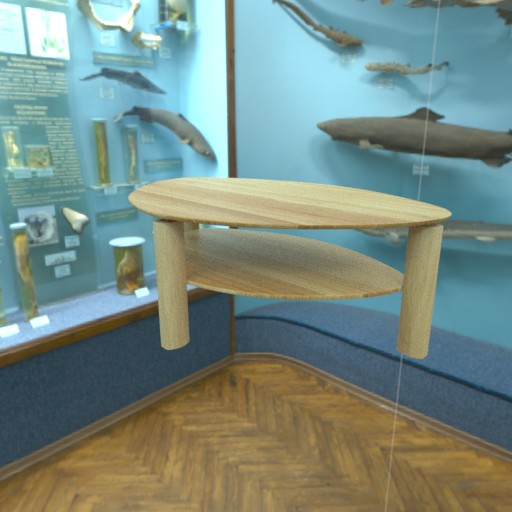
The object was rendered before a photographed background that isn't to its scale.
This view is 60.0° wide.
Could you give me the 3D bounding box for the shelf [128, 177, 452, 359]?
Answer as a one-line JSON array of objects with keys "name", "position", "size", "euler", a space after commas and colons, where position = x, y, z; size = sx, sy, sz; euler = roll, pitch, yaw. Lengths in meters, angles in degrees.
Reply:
[{"name": "shelf", "position": [0.000, 0.000, 1.614], "size": [0.845, 0.440, 1.246], "euler": [-16, 23, -42]}]
